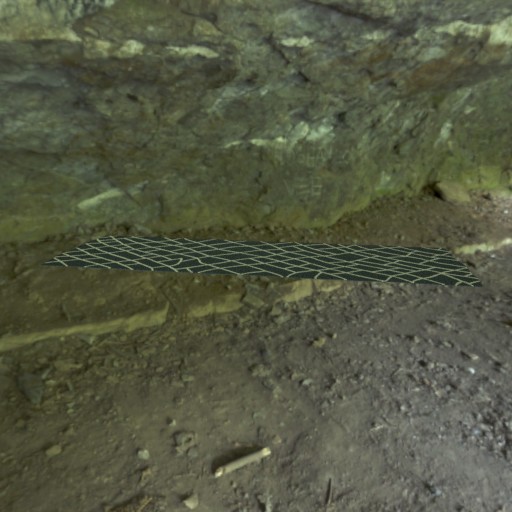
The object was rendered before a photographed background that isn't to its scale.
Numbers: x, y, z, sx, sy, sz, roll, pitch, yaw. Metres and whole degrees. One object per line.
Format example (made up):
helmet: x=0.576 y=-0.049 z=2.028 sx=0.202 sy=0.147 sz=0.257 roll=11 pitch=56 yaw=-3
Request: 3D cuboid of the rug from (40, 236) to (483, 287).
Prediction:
rug: x=0.000 y=0.000 z=2.795 sx=2.476 sy=0.010 sz=0.807 roll=2 pitch=15 yaw=9
